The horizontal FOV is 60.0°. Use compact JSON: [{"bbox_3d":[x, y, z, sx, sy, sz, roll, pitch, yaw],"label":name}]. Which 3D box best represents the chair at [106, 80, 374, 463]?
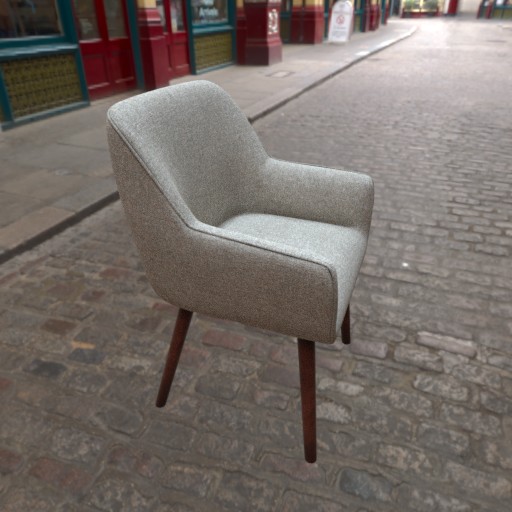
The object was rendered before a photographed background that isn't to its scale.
[{"bbox_3d":[0.000,0.000,1.157,0.519,0.803,0.543,10,31,18],"label":"chair"}]
